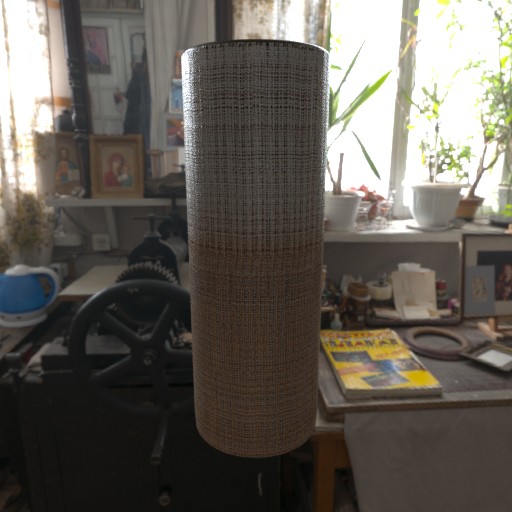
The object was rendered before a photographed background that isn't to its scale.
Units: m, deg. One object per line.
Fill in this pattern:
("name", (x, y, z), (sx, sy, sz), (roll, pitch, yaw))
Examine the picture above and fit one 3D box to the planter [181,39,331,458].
("planter", (0.000, 0.000, 0.331), (0.099, 0.278, 0.099), (-13, 19, -42))
